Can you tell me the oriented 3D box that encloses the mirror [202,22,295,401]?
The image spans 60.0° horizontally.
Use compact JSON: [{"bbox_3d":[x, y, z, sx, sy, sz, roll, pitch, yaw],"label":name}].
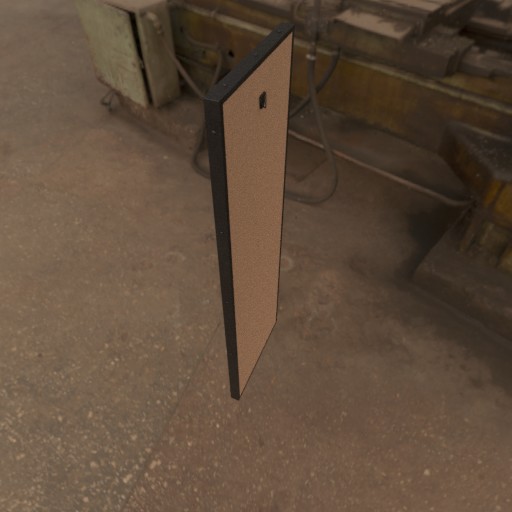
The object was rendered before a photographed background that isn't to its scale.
[{"bbox_3d":[0.000,0.000,1.204,0.042,1.080,0.354,18,50,16],"label":"mirror"}]
